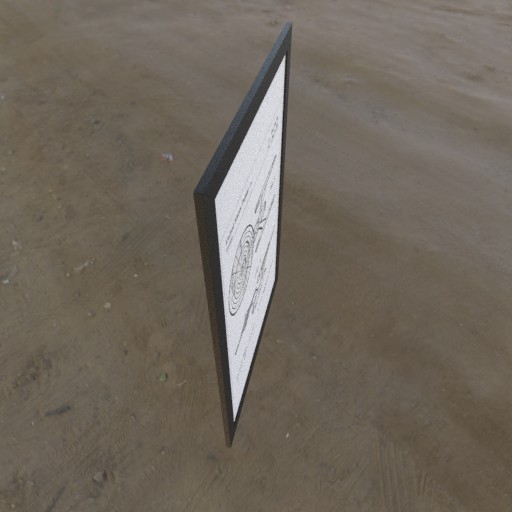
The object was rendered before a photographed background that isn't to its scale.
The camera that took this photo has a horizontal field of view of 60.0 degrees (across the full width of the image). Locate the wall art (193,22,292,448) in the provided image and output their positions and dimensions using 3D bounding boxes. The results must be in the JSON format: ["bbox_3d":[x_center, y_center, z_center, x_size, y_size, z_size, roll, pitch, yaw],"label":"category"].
[{"bbox_3d":[0.000,0.000,0.664,0.008,0.530,0.379,10,47,9],"label":"wall art"}]
